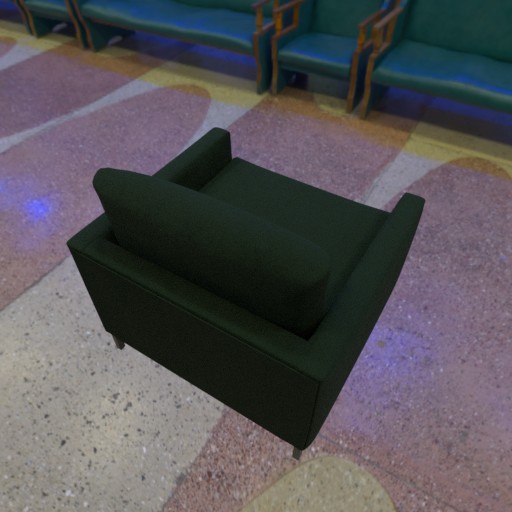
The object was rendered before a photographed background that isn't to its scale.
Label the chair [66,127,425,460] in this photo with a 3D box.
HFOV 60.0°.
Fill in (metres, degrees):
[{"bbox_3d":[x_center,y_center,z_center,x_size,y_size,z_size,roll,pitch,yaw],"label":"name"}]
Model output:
[{"bbox_3d":[0.000,0.000,1.655,0.963,0.861,0.866,24,51,21],"label":"chair"}]
